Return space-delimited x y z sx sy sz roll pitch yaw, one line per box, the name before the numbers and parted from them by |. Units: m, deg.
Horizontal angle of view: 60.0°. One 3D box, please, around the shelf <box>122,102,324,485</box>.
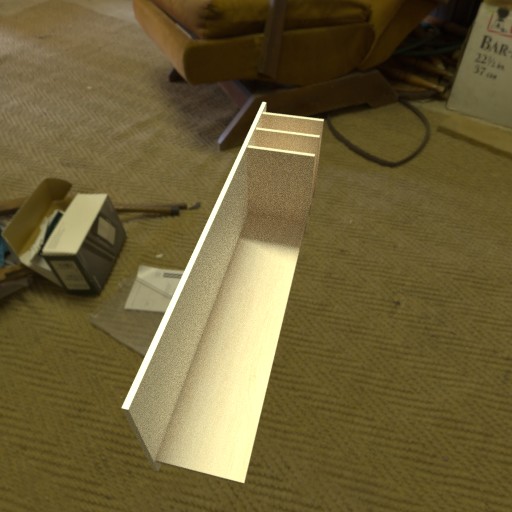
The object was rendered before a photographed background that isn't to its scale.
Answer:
shelf | 0.000 0.000 1.140 0.200 0.300 1.020 10 48 9
